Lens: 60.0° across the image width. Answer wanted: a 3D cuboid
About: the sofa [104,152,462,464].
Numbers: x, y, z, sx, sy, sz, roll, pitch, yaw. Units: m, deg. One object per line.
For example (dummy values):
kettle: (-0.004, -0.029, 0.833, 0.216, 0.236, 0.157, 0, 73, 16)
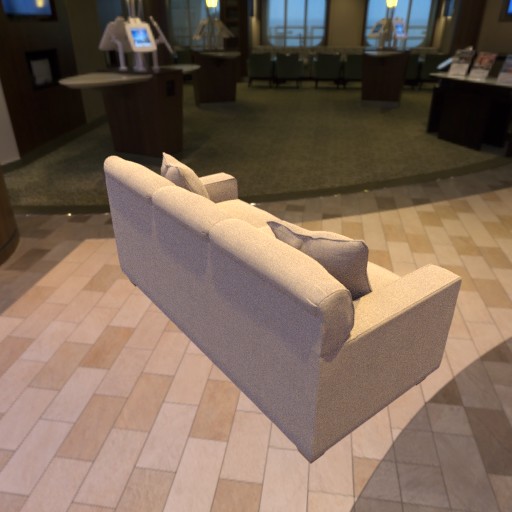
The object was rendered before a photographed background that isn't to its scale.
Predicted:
sofa: (0.000, 0.000, 2.609, 0.997, 0.958, 2.024, -20, 34, -32)
